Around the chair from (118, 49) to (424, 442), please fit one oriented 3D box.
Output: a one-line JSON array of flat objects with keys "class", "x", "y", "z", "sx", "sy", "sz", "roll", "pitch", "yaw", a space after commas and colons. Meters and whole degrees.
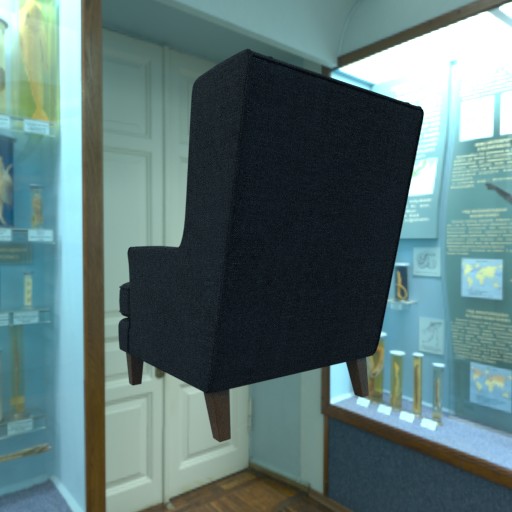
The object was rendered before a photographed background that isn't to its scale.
[{"class": "chair", "x": 0.000, "y": 0.000, "z": 1.699, "sx": 0.764, "sy": 1.072, "sz": 0.947, "roll": -1, "pitch": 1, "yaw": -37}]
